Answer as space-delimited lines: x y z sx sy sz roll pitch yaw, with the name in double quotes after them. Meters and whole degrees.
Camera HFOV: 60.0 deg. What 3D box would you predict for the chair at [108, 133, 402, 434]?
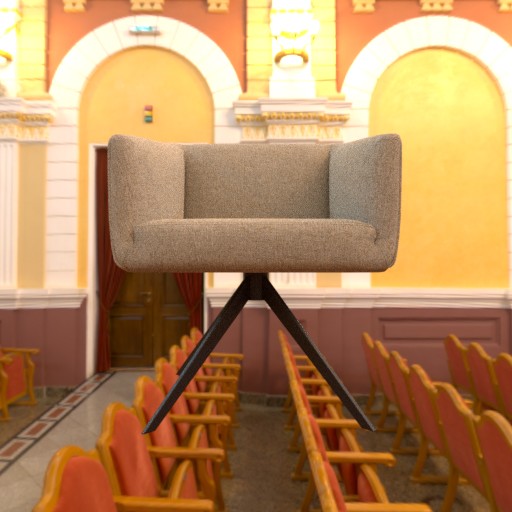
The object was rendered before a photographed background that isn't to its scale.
0.000 0.000 1.202 0.628 0.760 0.623 0 -1 1 "chair"
